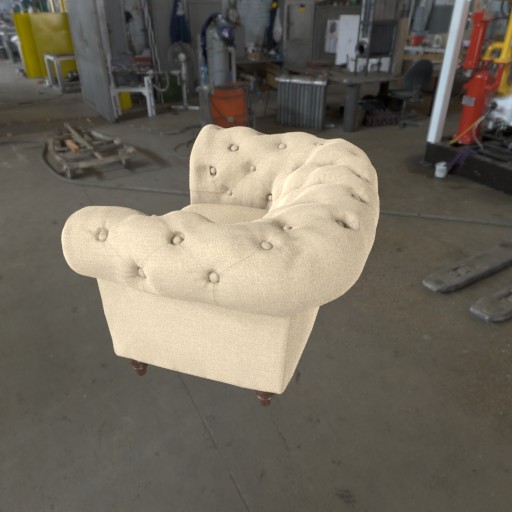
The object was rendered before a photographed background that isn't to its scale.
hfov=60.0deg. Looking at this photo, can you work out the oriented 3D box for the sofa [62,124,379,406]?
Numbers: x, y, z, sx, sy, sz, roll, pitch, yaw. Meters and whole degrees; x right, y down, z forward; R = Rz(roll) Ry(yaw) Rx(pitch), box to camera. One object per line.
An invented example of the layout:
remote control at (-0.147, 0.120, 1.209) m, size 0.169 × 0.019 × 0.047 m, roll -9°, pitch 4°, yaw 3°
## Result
sofa at (0.000, 0.000, 2.053) m, size 1.034 × 0.878 × 1.405 m, roll 9°, pitch 32°, yaw 14°
